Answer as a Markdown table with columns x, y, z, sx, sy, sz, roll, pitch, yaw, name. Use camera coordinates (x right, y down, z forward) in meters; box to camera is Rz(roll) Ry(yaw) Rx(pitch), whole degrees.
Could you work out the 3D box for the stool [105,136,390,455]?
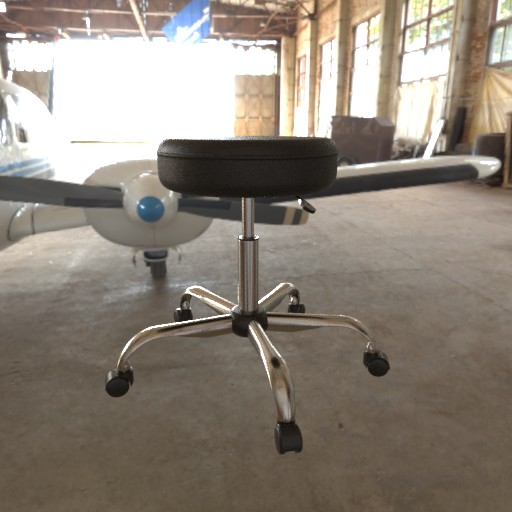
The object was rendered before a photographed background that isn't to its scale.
| x | y | z | sx | sy | sz | roll | pitch | yaw | name |
| --- | --- | --- | --- | --- | --- | --- | --- | --- | --- |
| 0.000 | 0.000 | 1.109 | 0.673 | 0.576 | 0.638 | 8 | 18 | 26 | stool |
